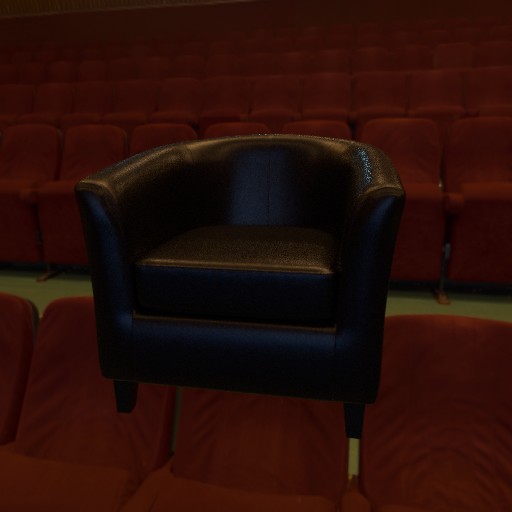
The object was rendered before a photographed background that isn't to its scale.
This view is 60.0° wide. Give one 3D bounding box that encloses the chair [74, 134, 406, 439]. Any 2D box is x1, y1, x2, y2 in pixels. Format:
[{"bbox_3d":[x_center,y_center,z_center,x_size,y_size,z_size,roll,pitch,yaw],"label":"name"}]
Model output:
[{"bbox_3d":[0.000,0.000,1.390,0.793,0.756,0.727,2,14,10],"label":"chair"}]
